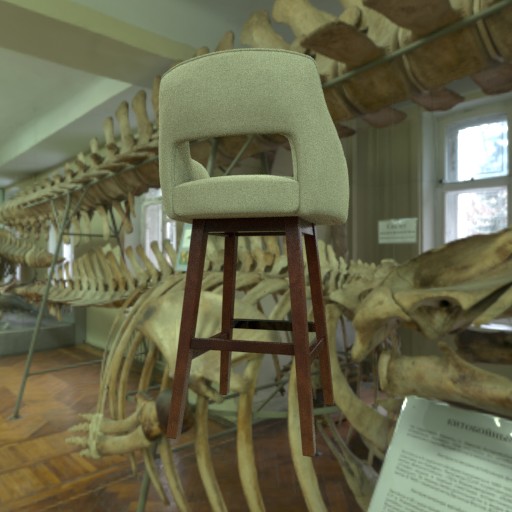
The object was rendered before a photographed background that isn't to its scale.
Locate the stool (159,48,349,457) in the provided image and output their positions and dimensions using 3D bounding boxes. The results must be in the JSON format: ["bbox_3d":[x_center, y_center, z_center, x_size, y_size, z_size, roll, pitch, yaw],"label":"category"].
[{"bbox_3d":[0.000,0.000,1.378,0.550,1.041,0.560,0,0,17],"label":"stool"}]
